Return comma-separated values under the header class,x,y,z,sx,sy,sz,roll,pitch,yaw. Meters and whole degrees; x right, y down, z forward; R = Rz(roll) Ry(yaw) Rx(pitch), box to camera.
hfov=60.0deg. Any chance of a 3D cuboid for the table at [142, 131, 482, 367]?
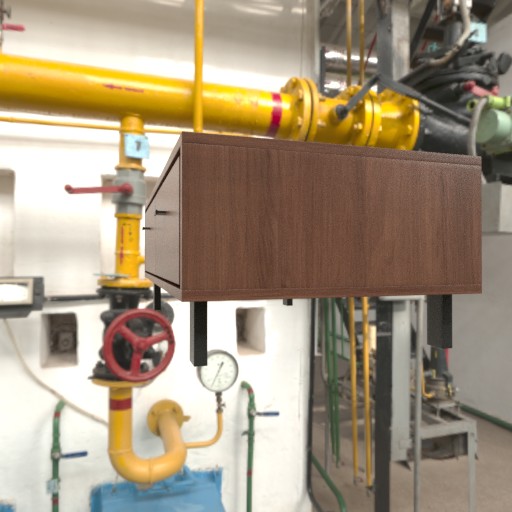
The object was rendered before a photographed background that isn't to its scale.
class,x,y,z,sx,sy,sz,roll,pitch,yaw
table,0.000,0.000,1.257,0.600,0.380,1.020,0,0,-17
